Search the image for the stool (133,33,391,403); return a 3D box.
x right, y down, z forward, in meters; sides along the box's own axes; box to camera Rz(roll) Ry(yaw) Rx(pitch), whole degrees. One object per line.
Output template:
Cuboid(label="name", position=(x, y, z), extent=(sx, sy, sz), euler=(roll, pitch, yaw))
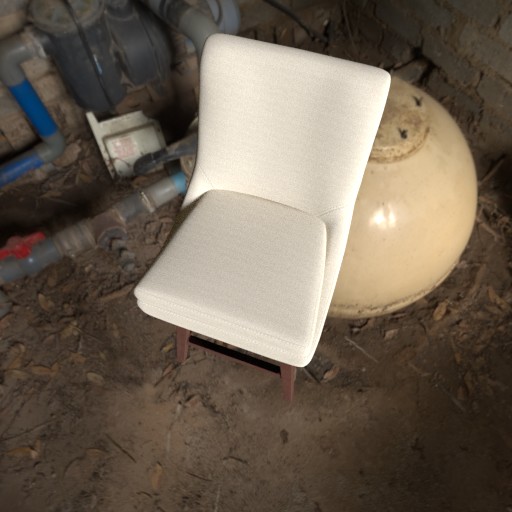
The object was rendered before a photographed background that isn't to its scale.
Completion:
Cuboid(label="stool", position=(0.000, 0.000, 1.288), extent=(0.483, 0.991, 0.559), euler=(17, 60, 10))
